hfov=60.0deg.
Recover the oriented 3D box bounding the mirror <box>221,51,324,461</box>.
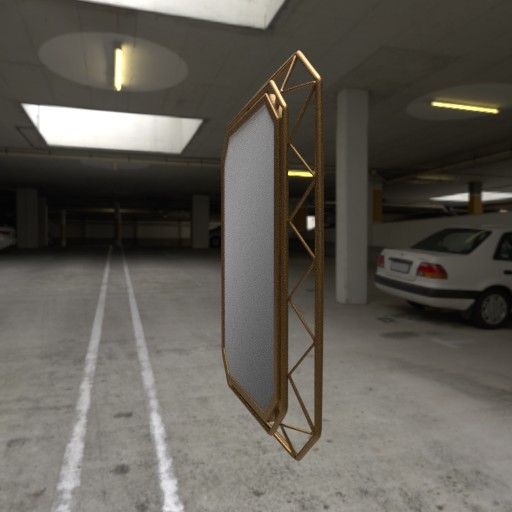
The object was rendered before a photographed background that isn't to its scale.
[{"bbox_3d":[0.000,0.000,0.730,0.042,0.566,0.417,0,1,-18],"label":"mirror"}]
